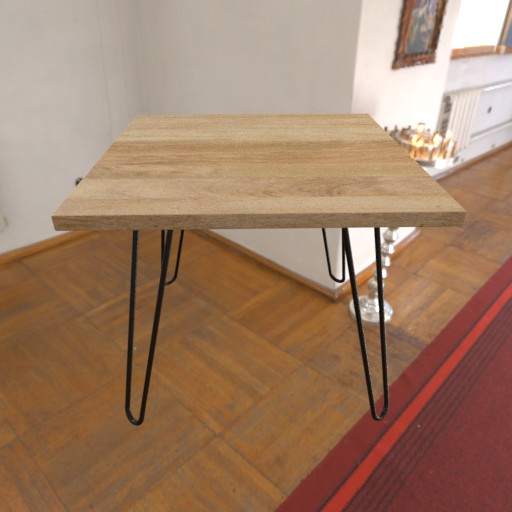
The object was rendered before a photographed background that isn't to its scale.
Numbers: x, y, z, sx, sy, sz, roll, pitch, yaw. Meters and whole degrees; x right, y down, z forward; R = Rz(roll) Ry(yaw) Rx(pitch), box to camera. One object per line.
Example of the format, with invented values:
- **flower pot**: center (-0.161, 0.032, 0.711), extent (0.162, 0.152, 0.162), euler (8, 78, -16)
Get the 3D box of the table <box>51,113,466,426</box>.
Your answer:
- **table**: center (0.000, 0.000, 1.021), extent (0.599, 0.500, 0.599), euler (-1, 31, -1)
